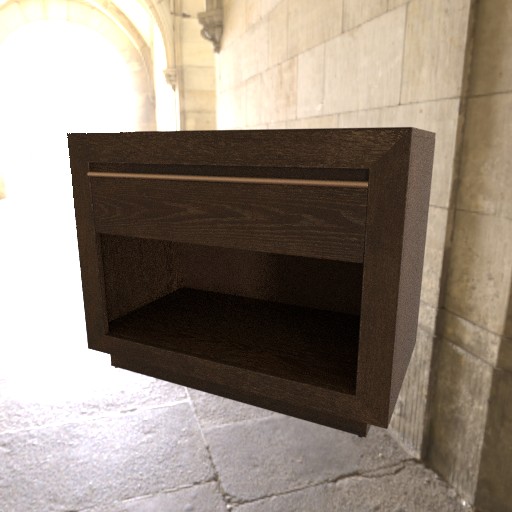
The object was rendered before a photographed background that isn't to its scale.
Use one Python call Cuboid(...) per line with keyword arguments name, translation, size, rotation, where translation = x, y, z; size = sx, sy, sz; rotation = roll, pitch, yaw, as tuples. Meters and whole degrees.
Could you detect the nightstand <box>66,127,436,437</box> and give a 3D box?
Cuboid(name="nightstand", translation=(0.000, 0.000, 1.140), size=(0.775, 0.612, 0.457), rotation=(7, 16, 25))
